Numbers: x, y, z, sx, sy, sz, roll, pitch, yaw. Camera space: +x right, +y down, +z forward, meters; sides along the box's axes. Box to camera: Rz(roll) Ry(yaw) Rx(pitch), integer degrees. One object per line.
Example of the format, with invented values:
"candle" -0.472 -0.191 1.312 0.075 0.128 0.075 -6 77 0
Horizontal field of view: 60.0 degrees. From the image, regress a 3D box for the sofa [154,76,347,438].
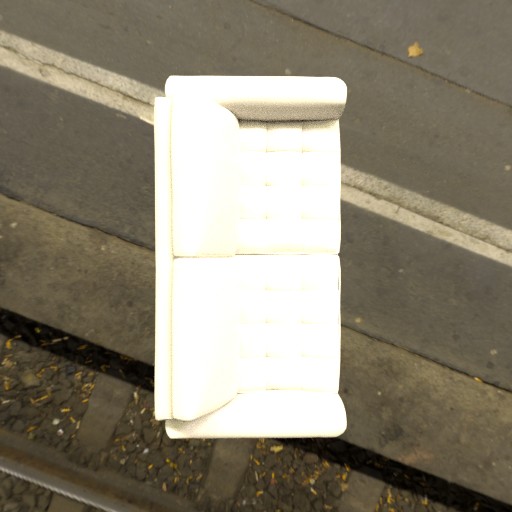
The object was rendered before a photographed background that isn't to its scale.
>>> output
"sofa" 0.000 0.000 2.759 1.121 0.930 2.177 0 90 0
